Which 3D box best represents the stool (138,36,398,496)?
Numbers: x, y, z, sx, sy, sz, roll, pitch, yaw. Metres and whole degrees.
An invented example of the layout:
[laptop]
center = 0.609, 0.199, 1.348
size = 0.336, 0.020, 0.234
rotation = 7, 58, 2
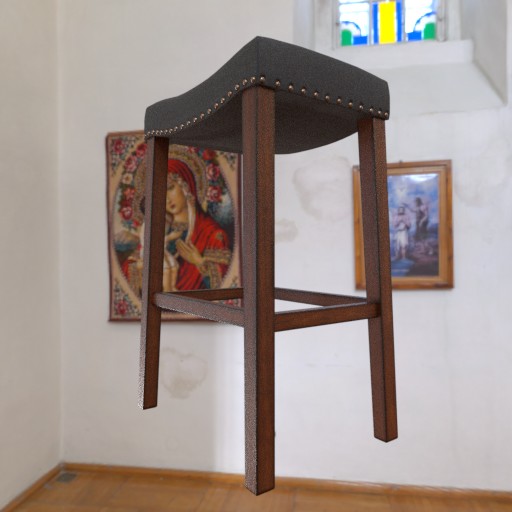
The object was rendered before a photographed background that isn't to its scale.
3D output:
[stool]
center = 0.000, 0.000, 1.011
size = 0.366, 0.760, 0.502
rotation = -1, 1, -36
